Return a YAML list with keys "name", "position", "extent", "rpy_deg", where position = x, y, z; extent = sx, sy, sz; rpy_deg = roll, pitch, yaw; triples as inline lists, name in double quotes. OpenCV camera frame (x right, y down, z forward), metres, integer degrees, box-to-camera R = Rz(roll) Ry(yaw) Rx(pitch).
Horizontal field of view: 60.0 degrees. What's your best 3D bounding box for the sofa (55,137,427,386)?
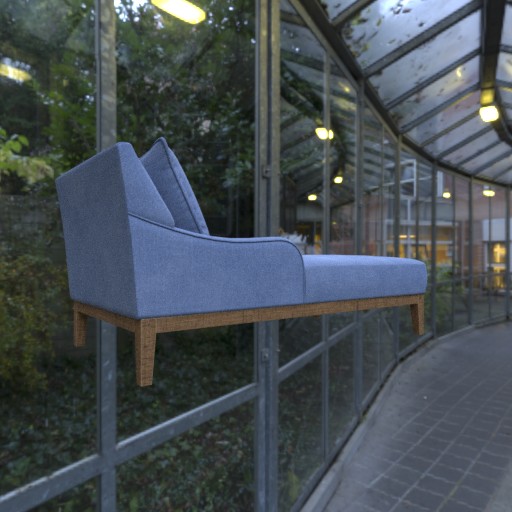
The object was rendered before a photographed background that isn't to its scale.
- name: "sofa"
  position: [0.000, 0.000, 2.327]
  extent: [1.779, 0.883, 0.904]
  rpy_deg: [0, 0, -37]
